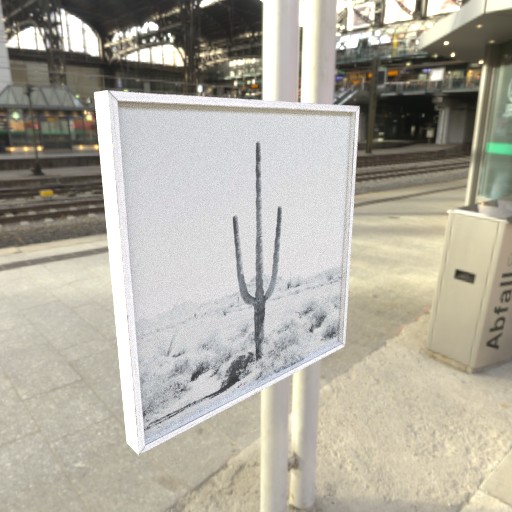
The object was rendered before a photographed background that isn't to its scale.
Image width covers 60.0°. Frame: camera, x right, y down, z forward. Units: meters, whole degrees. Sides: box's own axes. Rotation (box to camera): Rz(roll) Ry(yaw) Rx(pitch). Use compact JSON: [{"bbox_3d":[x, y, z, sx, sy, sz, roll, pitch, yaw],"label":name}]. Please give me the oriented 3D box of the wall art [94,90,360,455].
[{"bbox_3d":[0.000,0.000,0.767,0.508,0.508,0.038,-14,21,-41],"label":"wall art"}]
